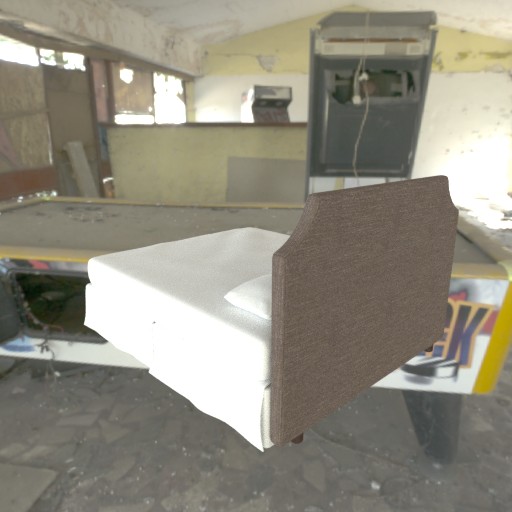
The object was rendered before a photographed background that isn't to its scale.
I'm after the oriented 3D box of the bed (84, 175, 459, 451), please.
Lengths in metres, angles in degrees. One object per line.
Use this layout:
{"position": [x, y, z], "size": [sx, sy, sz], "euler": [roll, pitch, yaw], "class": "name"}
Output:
{"position": [0.000, 0.000, 4.178], "size": [2.350, 1.590, 2.773], "euler": [-14, 21, -41], "class": "bed"}
